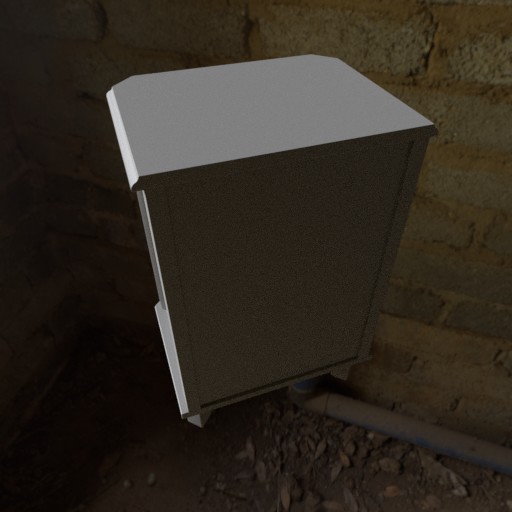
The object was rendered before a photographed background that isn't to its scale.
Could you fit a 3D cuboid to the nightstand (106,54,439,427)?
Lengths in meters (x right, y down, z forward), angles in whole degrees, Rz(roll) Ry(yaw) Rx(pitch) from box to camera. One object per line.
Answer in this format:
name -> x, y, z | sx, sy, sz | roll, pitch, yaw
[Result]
nightstand -> 0.000, 0.000, 0.938 | 0.450, 0.680, 0.350 | -13, 44, -14
